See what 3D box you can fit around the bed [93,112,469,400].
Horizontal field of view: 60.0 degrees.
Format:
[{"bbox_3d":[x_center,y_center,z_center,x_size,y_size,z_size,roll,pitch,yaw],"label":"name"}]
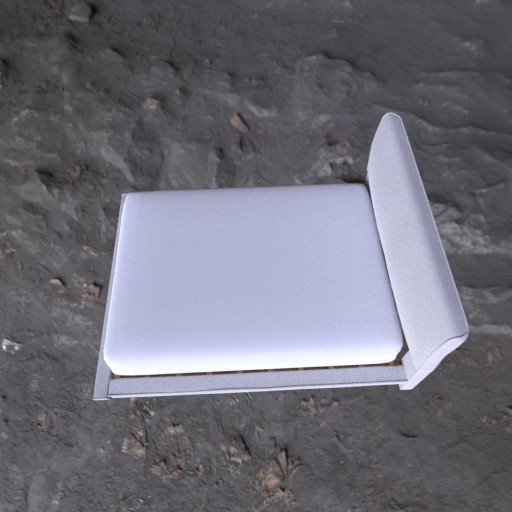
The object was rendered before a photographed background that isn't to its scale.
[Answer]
[{"bbox_3d":[0.000,0.000,3.318,2.368,1.067,1.840,-2,58,-1],"label":"bed"}]
